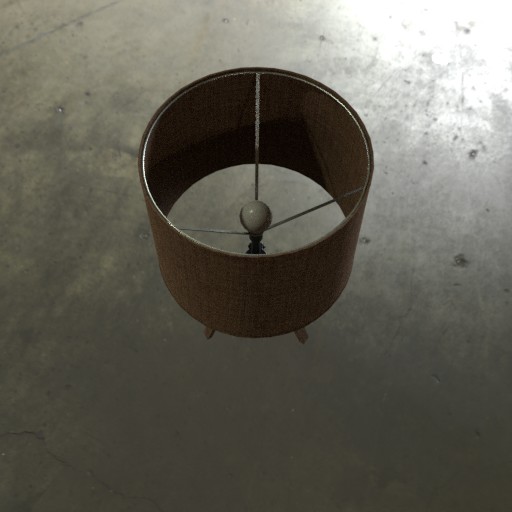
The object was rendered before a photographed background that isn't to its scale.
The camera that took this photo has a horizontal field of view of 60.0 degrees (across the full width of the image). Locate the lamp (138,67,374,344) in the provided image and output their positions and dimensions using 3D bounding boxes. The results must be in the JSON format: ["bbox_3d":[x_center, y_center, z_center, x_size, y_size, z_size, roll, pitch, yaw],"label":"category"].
[{"bbox_3d":[0.000,0.000,0.700,0.290,0.514,0.290,0,65,0],"label":"lamp"}]
